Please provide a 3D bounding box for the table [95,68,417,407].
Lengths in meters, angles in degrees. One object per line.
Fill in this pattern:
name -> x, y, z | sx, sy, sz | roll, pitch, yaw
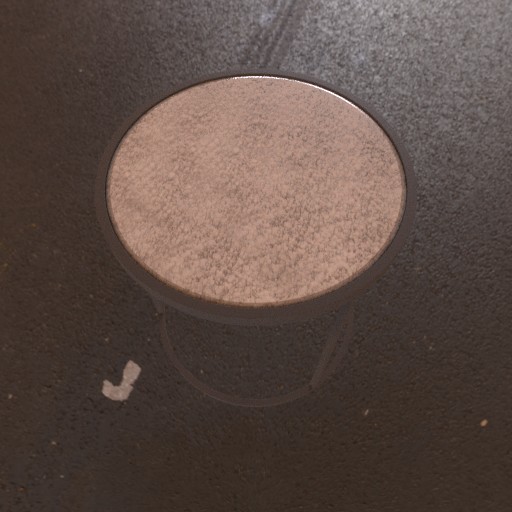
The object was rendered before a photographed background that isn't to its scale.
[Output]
table -> 0.000, 0.000, 0.870 | 0.470, 0.498, 0.470 | 0, 59, 0
